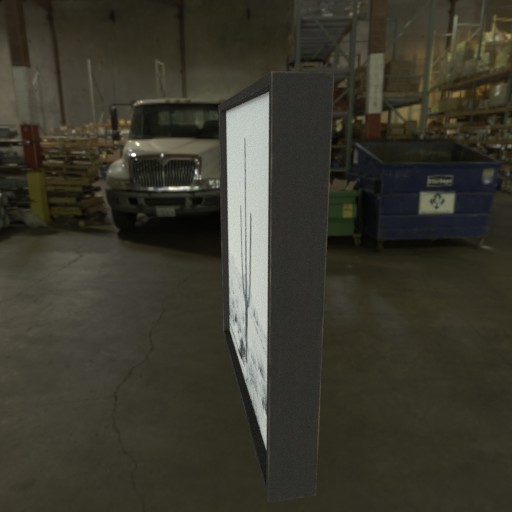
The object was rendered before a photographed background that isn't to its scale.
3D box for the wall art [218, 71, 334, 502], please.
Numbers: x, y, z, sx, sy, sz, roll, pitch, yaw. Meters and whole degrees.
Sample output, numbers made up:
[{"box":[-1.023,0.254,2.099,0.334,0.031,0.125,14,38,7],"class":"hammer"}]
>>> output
[{"box":[0.000,0.000,0.444,0.038,0.305,0.305,-3,15,-10],"class":"wall art"}]
